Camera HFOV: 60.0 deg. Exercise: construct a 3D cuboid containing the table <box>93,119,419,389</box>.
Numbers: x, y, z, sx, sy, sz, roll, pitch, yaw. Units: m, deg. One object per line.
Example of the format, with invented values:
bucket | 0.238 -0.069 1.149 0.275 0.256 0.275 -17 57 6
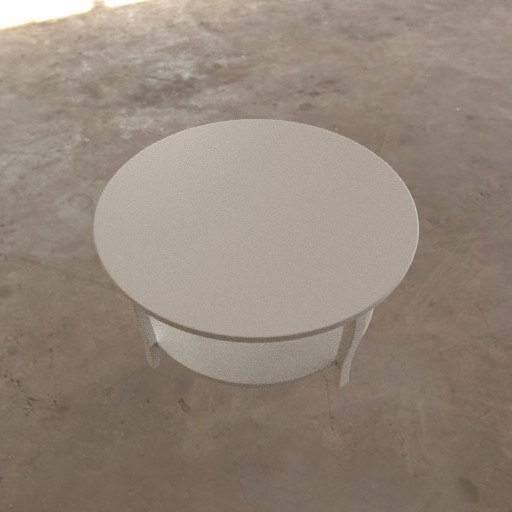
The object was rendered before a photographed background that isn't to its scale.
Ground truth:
table | 0.000 0.000 1.442 0.910 0.457 0.910 0 47 0
